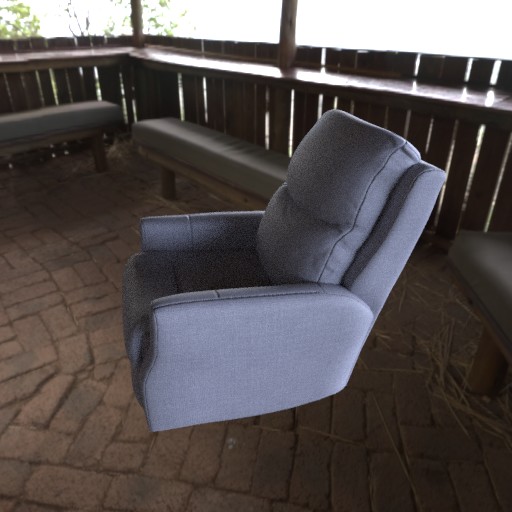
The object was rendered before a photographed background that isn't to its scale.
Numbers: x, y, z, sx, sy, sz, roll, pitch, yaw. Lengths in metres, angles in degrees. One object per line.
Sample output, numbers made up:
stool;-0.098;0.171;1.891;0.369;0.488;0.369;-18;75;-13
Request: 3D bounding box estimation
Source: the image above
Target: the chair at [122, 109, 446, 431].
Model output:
chair;0.000;0.000;1.777;1.080;1.030;0.829;-8;30;-14
